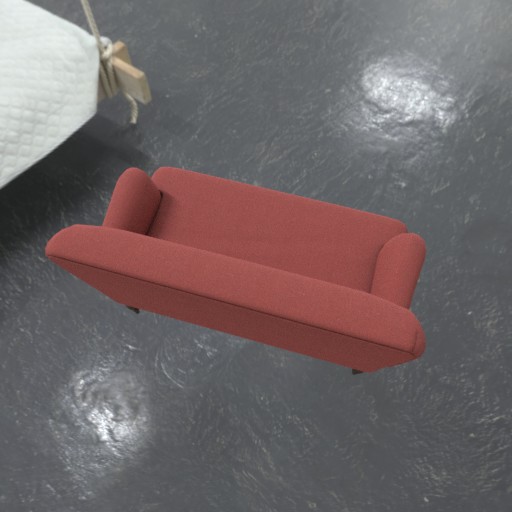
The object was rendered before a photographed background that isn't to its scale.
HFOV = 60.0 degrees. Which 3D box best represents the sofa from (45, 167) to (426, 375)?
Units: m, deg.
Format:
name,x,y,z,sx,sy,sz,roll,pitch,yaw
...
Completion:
name,x,y,z,sx,sy,sz,roll,pitch,yaw
sofa,0.000,0.000,1.837,1.297,0.889,0.779,14,63,7
